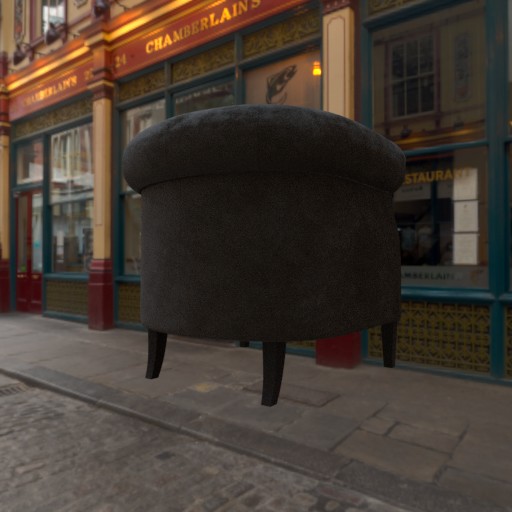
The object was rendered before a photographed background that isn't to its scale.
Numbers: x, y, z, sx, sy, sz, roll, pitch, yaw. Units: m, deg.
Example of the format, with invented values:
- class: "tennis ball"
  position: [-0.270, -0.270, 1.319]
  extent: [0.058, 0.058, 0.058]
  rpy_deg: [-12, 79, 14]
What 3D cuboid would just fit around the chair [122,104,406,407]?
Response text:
- class: "chair"
  position: [0.000, 0.000, 1.575]
  extent: [0.904, 0.826, 0.851]
  rpy_deg: [-1, -2, 37]
